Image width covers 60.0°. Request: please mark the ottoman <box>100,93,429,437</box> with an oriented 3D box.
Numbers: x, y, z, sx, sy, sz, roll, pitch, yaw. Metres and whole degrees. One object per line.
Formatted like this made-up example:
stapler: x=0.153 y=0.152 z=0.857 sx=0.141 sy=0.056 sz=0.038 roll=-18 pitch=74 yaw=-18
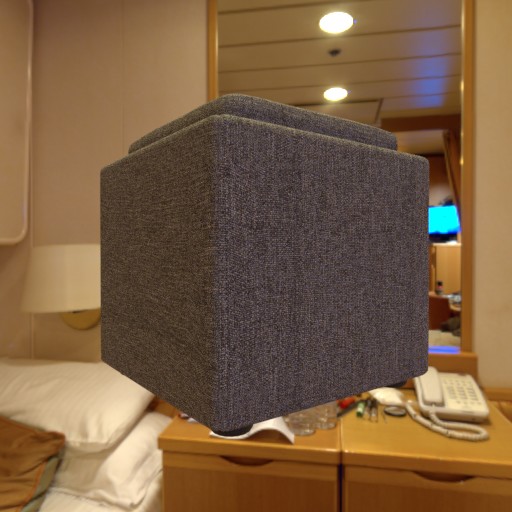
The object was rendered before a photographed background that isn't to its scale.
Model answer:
ottoman: x=0.000 y=0.000 z=0.833 sx=0.450 sy=0.460 sz=0.450 roll=-1 pitch=1 yaw=-37
